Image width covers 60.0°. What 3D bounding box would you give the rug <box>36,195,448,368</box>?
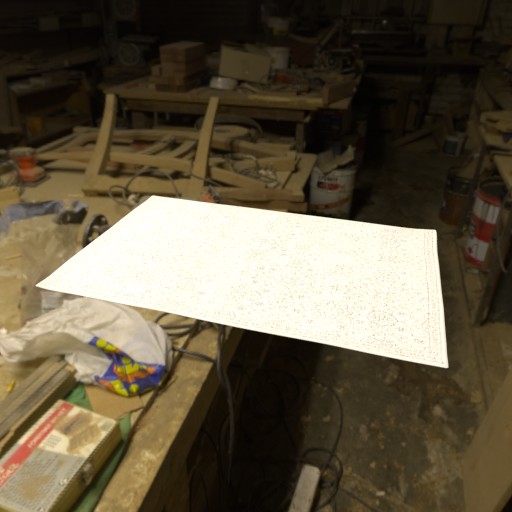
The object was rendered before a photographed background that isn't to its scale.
[{"bbox_3d":[0.000,0.000,3.086,2.434,0.023,1.518,9,32,15],"label":"rug"}]
